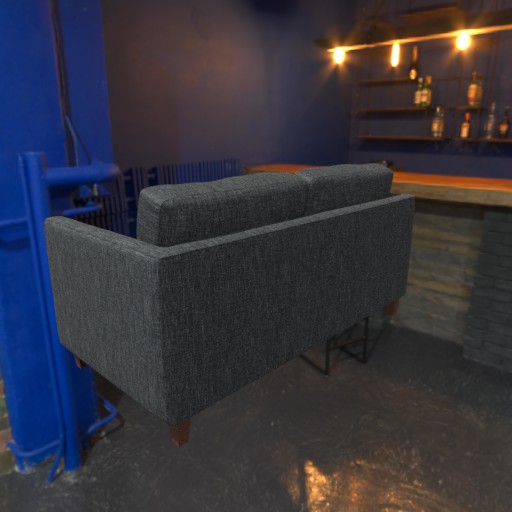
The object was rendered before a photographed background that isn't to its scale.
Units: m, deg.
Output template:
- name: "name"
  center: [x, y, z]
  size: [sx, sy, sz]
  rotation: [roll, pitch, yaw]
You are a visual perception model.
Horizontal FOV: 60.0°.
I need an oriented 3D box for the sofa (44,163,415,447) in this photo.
- name: "sofa"
  center: [0.000, 0.000, 2.425]
  size: [0.950, 0.963, 1.884]
  rotation: [15, 22, 42]
